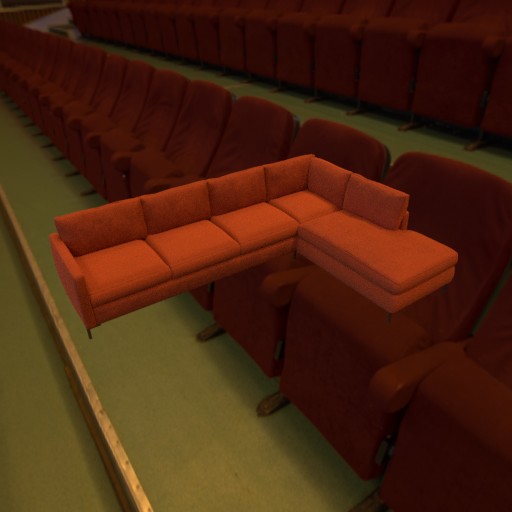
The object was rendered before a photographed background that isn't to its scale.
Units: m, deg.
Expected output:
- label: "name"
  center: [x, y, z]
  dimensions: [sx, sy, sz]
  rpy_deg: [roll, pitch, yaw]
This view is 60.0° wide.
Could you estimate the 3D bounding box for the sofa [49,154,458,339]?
- label: "sofa"
  center: [0.000, 0.000, 3.567]
  dimensions: [2.736, 0.757, 1.879]
  rpy_deg: [-20, 37, -29]
